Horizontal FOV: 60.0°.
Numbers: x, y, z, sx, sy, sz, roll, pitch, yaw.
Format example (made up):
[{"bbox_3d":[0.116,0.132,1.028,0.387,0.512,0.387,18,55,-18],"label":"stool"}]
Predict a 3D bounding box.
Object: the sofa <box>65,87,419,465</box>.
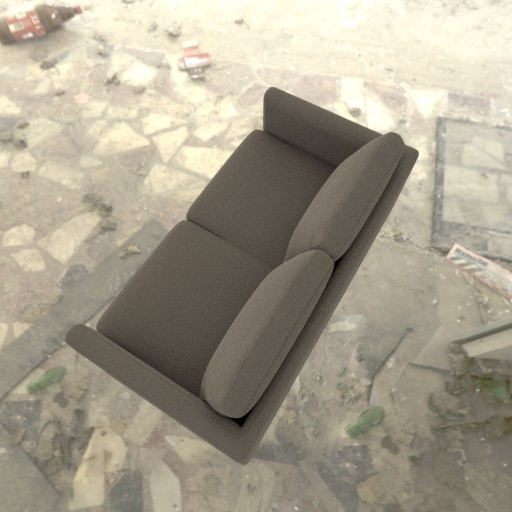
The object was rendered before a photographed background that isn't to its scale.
[{"bbox_3d":[0.000,0.000,2.266,0.940,0.866,1.713,29,67,14],"label":"sofa"}]
